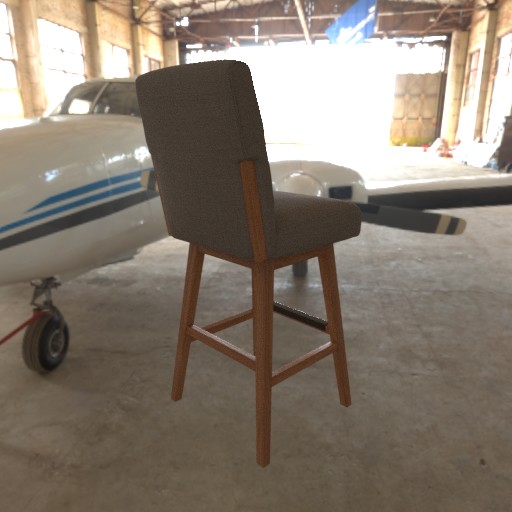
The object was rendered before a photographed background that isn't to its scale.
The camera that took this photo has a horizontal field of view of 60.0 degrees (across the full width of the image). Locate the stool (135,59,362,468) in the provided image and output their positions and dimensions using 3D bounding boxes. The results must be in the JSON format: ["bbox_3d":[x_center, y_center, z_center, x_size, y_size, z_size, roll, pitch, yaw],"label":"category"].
[{"bbox_3d":[0.000,0.000,1.441,0.570,1.112,0.483,-15,22,-42],"label":"stool"}]
